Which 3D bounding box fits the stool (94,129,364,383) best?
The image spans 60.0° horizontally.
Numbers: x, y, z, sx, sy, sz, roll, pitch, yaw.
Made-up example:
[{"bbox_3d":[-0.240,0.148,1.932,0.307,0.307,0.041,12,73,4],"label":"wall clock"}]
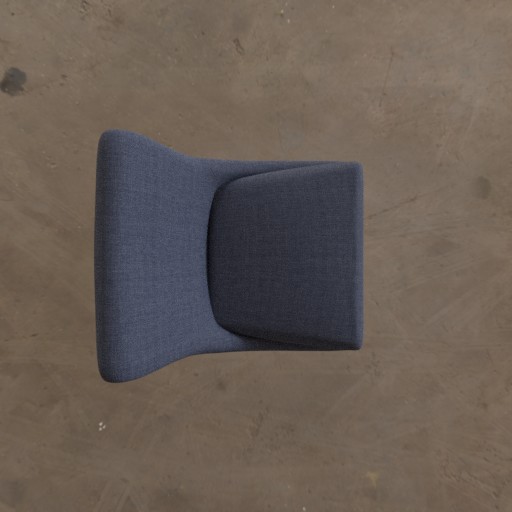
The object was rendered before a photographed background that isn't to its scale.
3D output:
[{"bbox_3d":[0.000,0.000,1.157,0.524,0.895,0.467,0,90,1],"label":"stool"}]
